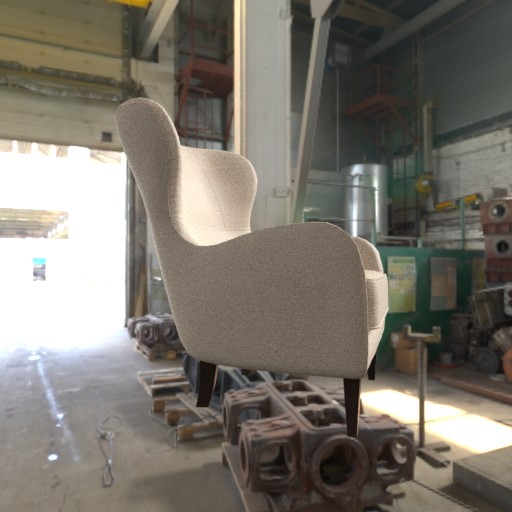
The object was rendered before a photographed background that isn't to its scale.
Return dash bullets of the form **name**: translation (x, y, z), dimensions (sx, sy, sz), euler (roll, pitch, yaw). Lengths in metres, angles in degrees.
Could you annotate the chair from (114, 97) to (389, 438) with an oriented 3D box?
- **chair**: translation (0.000, 0.000, 1.754), dimensions (0.984, 1.064, 0.861), euler (0, -1, 19)
